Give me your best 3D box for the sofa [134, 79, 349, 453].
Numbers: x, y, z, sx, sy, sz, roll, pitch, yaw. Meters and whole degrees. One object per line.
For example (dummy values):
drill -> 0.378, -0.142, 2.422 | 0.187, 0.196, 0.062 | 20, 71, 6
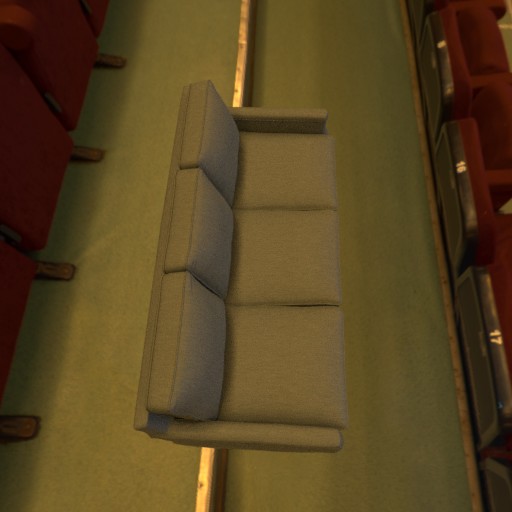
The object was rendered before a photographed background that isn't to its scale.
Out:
sofa -> 0.000, 0.000, 2.816 | 1.084, 1.003, 2.246 | 2, 65, 1
